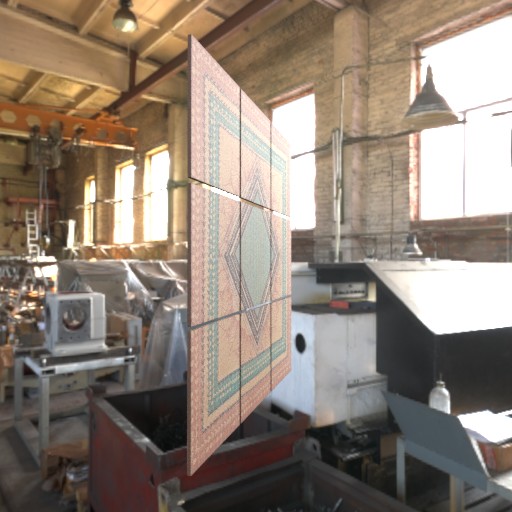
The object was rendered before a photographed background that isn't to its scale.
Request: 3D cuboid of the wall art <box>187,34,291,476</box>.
[{"bbox_3d":[0.000,0.000,2.258,0.014,1.525,1.527,0,-1,18],"label":"wall art"}]
